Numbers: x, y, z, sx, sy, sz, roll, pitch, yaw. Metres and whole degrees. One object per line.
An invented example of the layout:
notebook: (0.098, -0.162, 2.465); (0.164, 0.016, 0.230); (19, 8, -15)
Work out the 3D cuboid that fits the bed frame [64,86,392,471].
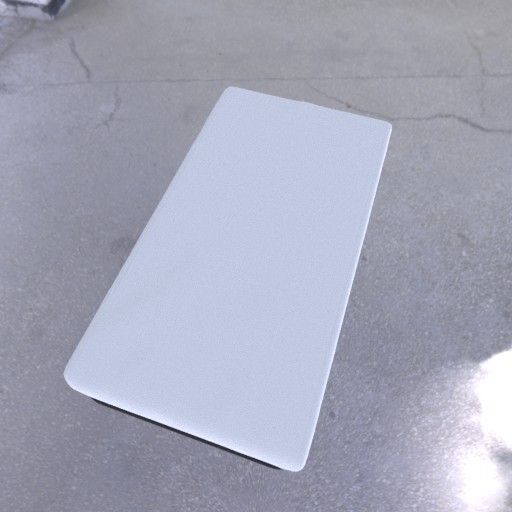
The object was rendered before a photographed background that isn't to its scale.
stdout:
bed frame: (0.000, 0.000, 2.364); (1.025, 0.640, 1.908); (16, 60, 10)
